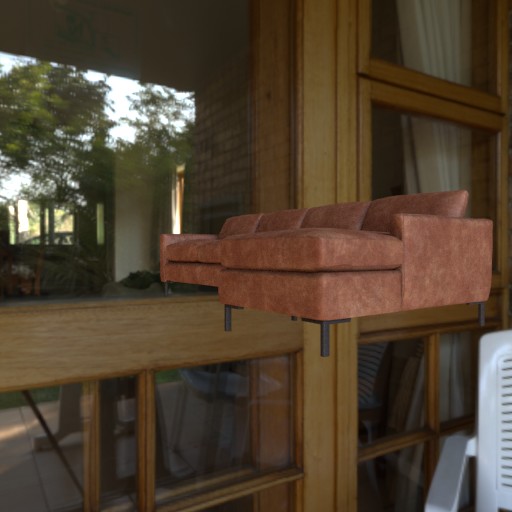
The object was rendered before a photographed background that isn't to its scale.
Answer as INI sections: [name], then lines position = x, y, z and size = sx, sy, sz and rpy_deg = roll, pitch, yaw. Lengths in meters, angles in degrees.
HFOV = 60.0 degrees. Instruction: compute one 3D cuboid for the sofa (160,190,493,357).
[sofa]
position = 0.000, 0.000, 3.505
size = 1.471, 0.859, 2.993
rpy_deg = 0, 0, -36
